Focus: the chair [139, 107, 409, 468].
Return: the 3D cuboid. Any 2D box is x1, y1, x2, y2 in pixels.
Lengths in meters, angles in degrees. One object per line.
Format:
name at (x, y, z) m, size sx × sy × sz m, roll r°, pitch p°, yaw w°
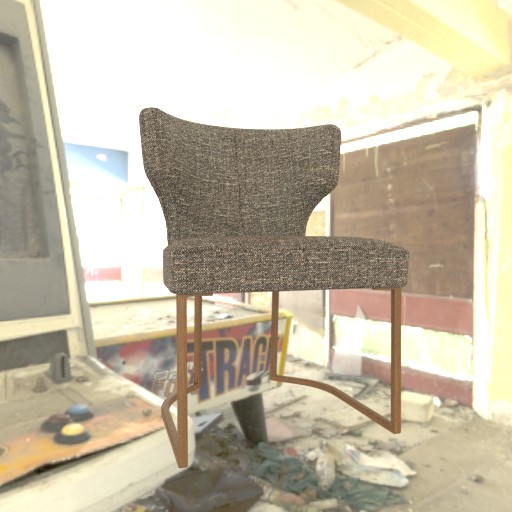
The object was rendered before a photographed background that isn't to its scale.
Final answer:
chair at (0.000, 0.000, 1.220) m, size 0.611 × 0.824 × 0.617 m, roll 0°, pitch 1°, yaw -19°
